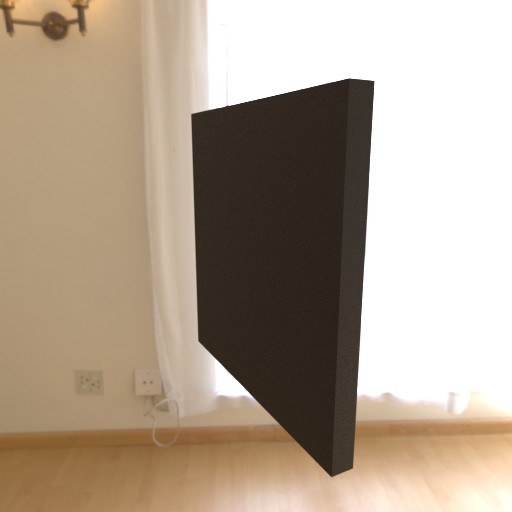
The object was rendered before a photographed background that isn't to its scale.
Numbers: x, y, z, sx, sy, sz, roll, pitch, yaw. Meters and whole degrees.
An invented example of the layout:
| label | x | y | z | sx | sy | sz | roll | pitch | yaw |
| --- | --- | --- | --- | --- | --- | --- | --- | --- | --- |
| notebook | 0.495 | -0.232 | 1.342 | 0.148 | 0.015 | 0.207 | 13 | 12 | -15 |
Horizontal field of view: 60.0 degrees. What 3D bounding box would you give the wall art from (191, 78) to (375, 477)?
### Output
| label | x | y | z | sx | sy | sz | roll | pitch | yaw |
| --- | --- | --- | --- | --- | --- | --- | --- | --- | --- |
| wall art | 0.000 | 0.000 | 0.769 | 0.038 | 0.507 | 0.507 | -7 | 15 | -27 |
